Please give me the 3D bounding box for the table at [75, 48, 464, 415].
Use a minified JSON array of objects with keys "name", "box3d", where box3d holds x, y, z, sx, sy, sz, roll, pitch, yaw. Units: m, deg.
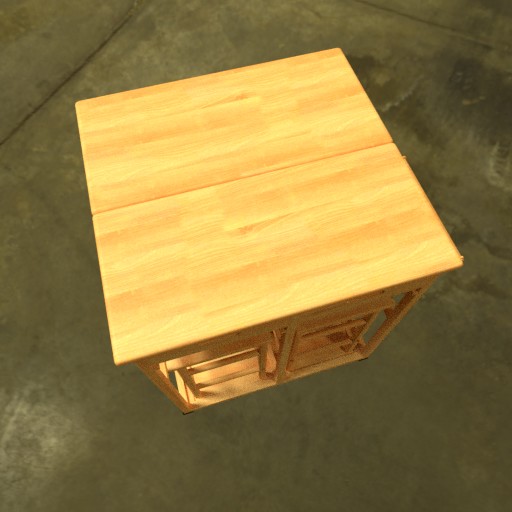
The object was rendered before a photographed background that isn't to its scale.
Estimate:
[{"name":"table","box3d":[0.000,0.000,1.384,0.752,0.832,0.693,-15,64,-8]}]
